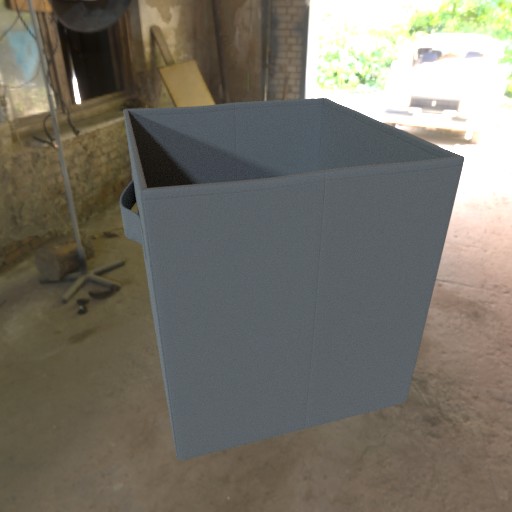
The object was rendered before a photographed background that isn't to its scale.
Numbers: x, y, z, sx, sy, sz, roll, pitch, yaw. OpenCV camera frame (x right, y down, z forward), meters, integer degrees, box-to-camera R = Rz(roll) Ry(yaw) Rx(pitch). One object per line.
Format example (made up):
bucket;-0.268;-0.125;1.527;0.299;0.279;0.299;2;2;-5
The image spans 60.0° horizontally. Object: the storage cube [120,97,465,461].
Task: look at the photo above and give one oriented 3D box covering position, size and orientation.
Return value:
storage cube;0.000;0.000;0.494;0.270;0.280;0.270;-9;31;-15
